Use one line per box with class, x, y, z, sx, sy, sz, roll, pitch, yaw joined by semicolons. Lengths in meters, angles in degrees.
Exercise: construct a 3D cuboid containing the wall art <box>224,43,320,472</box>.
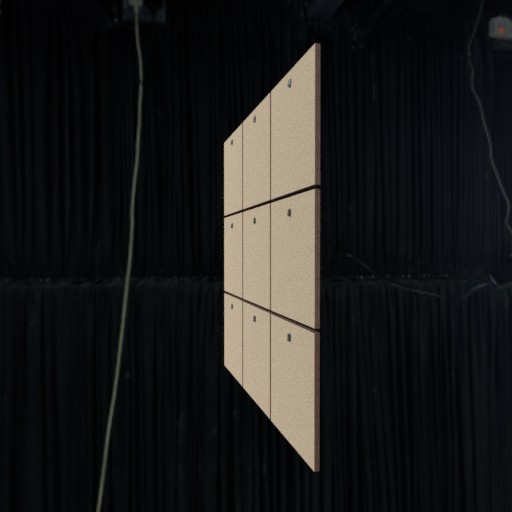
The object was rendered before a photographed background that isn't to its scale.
wall art;0.000;0.000;1.369;0.018;0.904;0.906;0;1;-16
